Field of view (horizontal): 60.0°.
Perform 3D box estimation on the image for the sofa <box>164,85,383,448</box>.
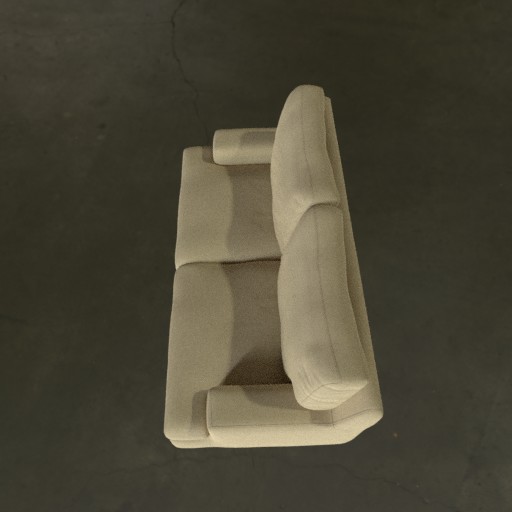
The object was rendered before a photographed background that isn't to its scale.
[{"bbox_3d":[0.000,0.000,2.466,0.962,0.967,1.885,-2,59,-1],"label":"sofa"}]
